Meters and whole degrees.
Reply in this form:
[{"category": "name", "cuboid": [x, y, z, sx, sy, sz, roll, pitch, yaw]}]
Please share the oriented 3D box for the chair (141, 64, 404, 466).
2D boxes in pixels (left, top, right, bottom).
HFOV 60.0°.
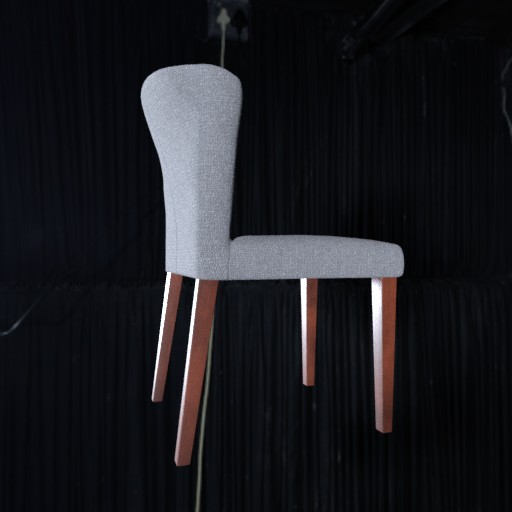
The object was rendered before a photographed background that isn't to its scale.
[{"category": "chair", "cuboid": [0.000, 0.000, 1.172, 0.589, 0.839, 0.491, 0, 0, -20]}]
